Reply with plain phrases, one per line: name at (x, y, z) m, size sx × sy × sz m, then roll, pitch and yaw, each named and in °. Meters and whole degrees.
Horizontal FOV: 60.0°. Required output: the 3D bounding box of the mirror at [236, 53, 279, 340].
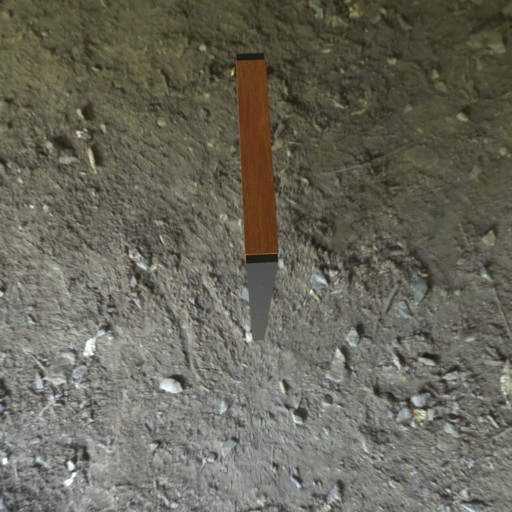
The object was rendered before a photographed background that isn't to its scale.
mirror at (0.000, 0.000, 1.189) m, size 0.047 × 1.123 × 0.343 m, roll -3°, pitch 74°, yaw -1°
